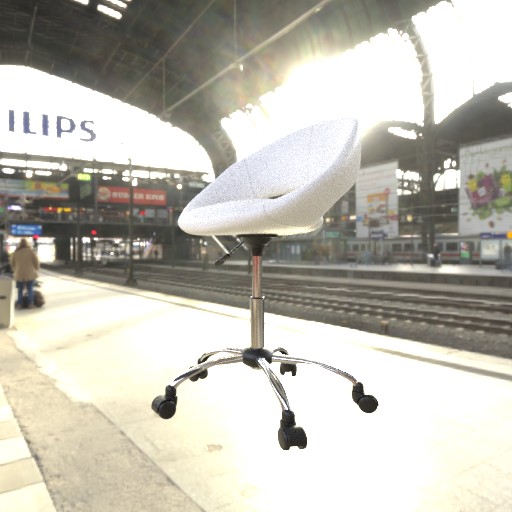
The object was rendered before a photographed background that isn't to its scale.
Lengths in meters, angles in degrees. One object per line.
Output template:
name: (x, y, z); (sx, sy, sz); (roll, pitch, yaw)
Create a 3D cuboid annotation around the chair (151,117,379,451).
chair: (0.000, 0.000, 1.194); (0.538, 0.791, 0.612); (0, 1, -37)
